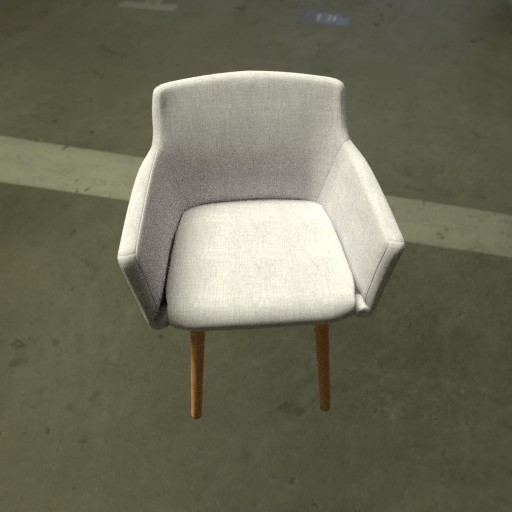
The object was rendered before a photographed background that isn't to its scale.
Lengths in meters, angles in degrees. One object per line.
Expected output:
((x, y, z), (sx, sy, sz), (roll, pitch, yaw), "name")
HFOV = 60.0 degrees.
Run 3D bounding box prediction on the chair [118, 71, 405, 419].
((0.000, 0.000, 1.187), (0.570, 0.780, 0.540), (-3, 47, -3), "chair")
